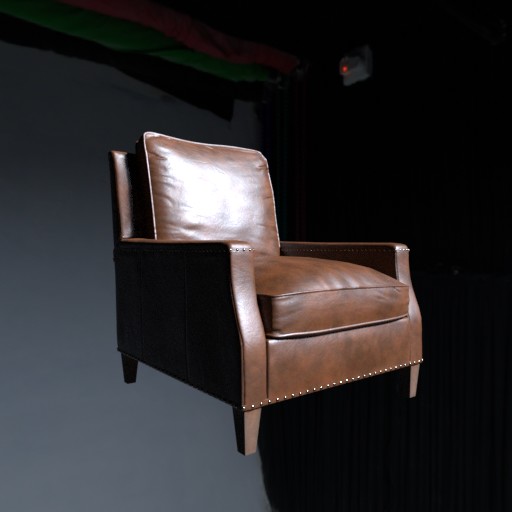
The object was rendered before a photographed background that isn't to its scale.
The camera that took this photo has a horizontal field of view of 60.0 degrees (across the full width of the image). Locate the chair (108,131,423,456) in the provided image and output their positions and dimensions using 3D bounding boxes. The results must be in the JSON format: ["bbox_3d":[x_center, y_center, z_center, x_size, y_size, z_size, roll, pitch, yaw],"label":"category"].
[{"bbox_3d":[0.000,0.000,1.789,0.854,1.054,1.035,0,1,-38],"label":"chair"}]
